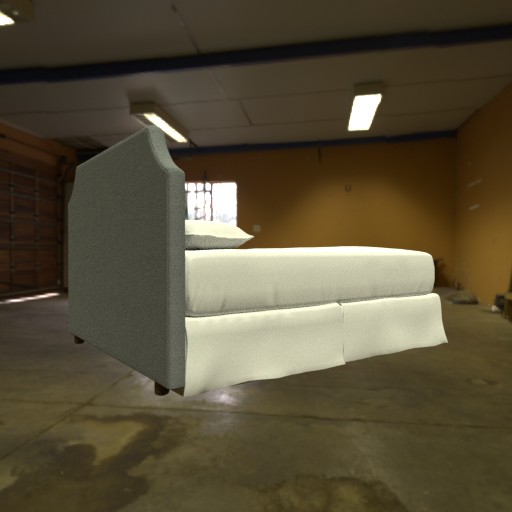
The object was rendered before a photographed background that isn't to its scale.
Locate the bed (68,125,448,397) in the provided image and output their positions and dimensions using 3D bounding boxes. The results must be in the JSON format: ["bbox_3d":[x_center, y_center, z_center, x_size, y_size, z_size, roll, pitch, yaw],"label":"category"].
[{"bbox_3d":[0.000,0.000,3.335,2.259,1.296,1.811,0,1,-36],"label":"bed"}]
